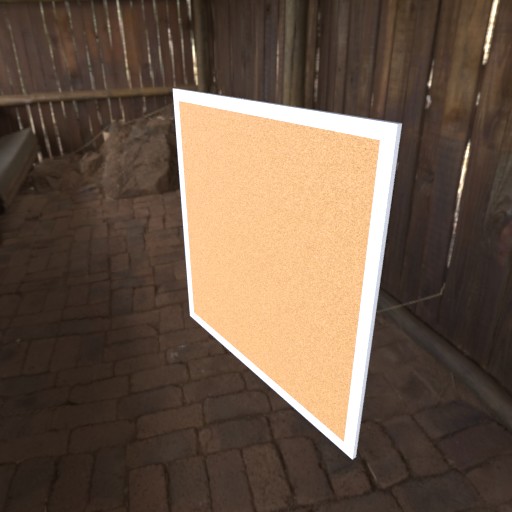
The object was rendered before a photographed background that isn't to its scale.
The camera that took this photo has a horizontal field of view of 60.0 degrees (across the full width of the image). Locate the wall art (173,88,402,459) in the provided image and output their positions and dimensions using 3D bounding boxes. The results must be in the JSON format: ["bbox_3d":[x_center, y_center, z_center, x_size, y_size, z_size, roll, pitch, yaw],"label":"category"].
[{"bbox_3d":[0.000,0.000,0.842,0.009,0.559,0.558,-18,31,-33],"label":"wall art"}]
